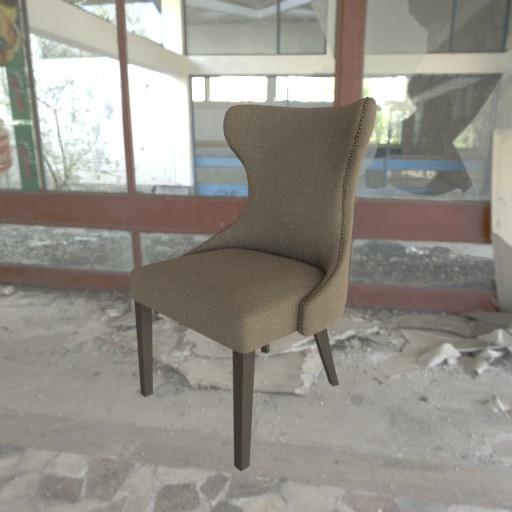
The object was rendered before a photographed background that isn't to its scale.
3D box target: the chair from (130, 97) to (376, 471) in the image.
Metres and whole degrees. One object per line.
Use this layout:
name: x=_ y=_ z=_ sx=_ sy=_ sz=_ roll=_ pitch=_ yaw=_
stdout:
chair: x=0.000 y=0.000 z=1.430 sx=0.635 sy=0.967 sz=0.628 roll=-15 pitch=21 yaw=-42
